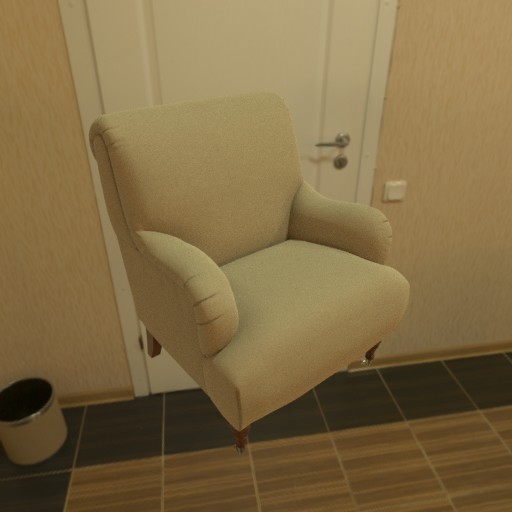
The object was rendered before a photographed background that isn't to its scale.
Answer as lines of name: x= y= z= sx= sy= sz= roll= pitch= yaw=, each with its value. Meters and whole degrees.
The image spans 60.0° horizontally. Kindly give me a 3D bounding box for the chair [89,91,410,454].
chair: x=0.000 y=0.000 z=1.530 sx=0.766 sy=0.942 sz=0.842 roll=-22 pitch=36 yaw=-33
